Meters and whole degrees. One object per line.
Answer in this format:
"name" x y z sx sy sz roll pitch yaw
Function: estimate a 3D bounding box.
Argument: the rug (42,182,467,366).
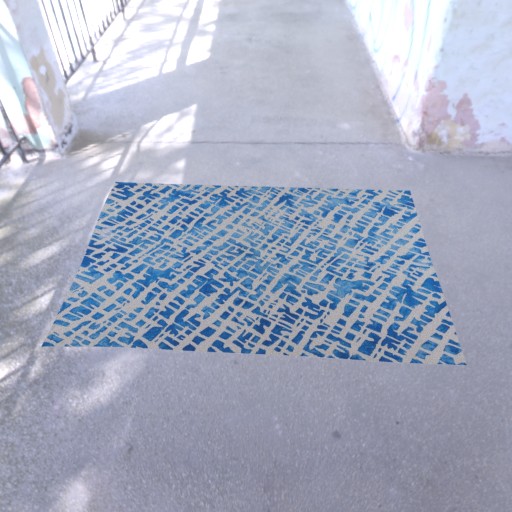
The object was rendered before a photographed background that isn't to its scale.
"rug" 0.000 0.000 2.317 1.830 0.011 1.209 2 45 2
